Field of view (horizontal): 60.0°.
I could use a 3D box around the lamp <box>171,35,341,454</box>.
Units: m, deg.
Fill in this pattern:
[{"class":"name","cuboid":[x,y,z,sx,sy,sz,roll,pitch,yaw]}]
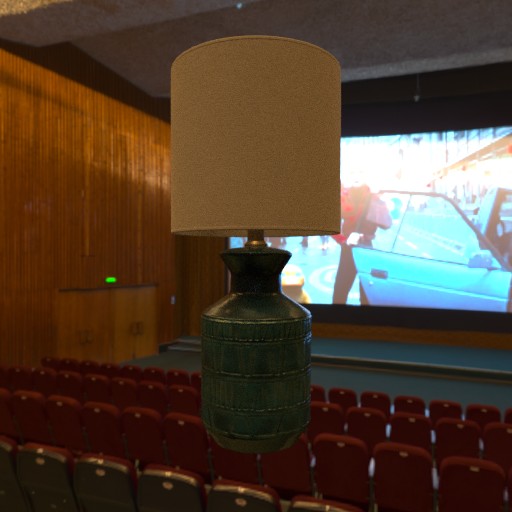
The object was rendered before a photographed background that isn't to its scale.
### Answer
[{"class":"lamp","cuboid":[0.000,0.000,0.562,0.211,0.455,0.211,0,0,20]}]
